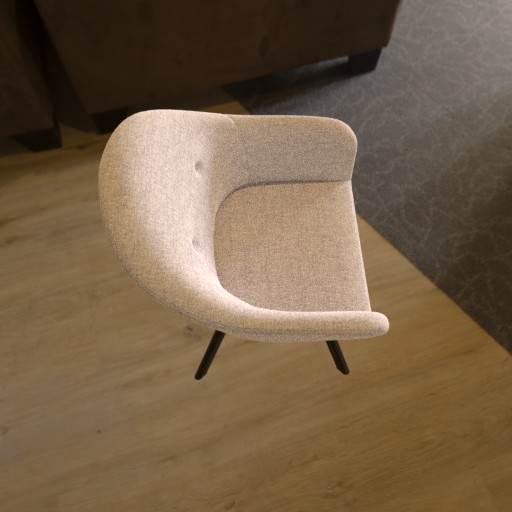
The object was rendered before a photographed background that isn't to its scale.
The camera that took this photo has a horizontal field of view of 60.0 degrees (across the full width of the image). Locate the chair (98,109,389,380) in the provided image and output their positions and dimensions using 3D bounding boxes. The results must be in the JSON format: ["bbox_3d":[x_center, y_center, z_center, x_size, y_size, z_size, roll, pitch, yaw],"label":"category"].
[{"bbox_3d":[0.000,0.000,1.134,0.570,0.780,0.540,-2,64,-1],"label":"chair"}]
